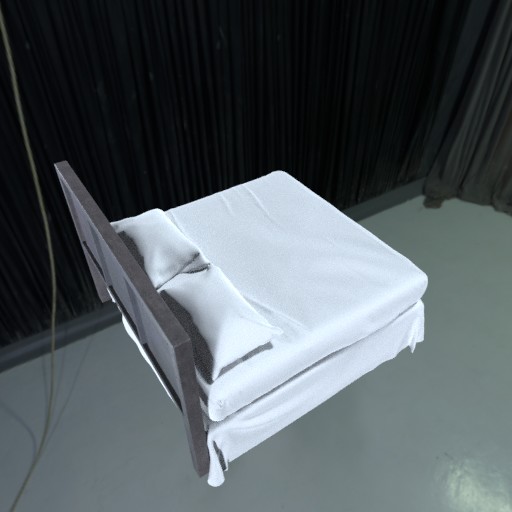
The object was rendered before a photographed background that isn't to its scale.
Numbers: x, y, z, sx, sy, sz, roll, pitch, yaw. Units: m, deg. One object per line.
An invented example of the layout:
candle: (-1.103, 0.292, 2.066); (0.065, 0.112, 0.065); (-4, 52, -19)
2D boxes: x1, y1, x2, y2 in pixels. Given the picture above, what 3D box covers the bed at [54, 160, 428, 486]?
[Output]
bed: (0.000, 0.000, 2.862); (1.785, 1.142, 1.772); (-24, 47, -25)
